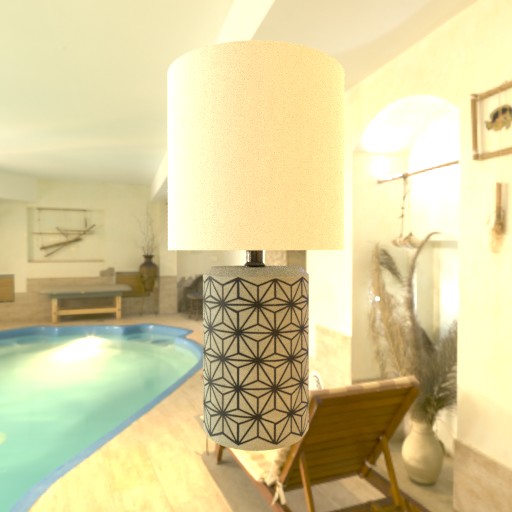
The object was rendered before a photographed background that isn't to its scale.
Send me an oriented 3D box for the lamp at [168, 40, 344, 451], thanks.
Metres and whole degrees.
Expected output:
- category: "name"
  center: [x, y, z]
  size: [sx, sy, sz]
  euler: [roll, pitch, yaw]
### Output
- category: "lamp"
  center: [0.000, 0.000, 0.530]
  size: [0.206, 0.416, 0.206]
  euler: [0, 1, -18]
